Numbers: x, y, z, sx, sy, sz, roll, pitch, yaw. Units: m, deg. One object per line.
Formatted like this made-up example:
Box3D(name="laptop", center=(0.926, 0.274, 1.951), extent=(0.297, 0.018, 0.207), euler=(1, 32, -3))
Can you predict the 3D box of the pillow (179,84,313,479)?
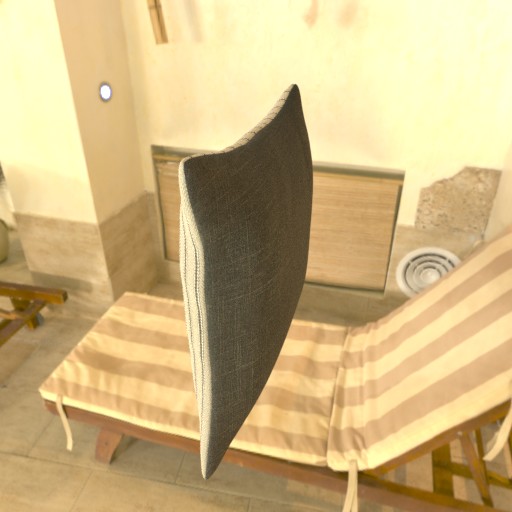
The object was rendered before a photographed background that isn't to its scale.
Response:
Box3D(name="pillow", center=(0.000, 0.000, 0.682), extent=(0.138, 0.444, 0.468), euler=(8, 31, 14))
